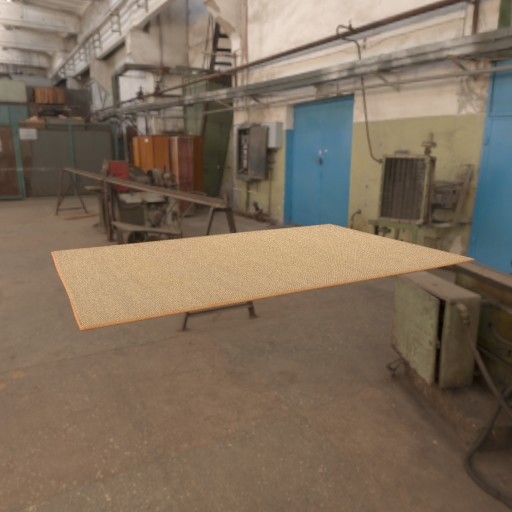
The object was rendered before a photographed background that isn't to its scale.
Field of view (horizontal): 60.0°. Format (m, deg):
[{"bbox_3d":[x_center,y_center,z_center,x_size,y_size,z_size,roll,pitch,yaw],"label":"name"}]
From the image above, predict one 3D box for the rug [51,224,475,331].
[{"bbox_3d":[0.000,0.000,2.068,1.678,0.013,1.078,-7,16,-27],"label":"rug"}]
